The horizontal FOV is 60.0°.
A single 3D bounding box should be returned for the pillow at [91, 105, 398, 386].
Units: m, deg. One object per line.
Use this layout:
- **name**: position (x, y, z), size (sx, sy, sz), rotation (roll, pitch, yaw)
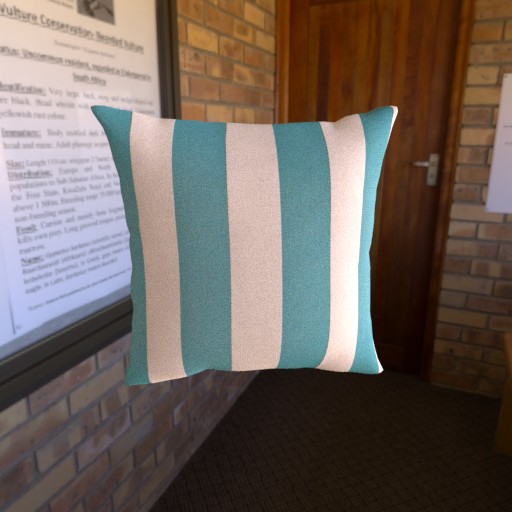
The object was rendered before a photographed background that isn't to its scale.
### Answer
- **pillow**: position (0.000, 0.000, 0.814), size (0.536, 0.526, 0.189), rotation (-2, 16, -8)
